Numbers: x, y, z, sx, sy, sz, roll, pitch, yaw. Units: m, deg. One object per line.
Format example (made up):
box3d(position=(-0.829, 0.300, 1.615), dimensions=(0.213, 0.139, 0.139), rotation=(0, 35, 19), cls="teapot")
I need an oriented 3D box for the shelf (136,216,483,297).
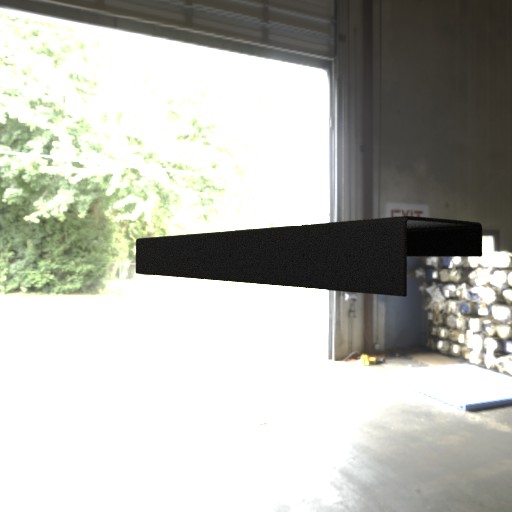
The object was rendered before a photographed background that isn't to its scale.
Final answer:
box3d(position=(0.000, 0.000, 0.498), dimensions=(0.102, 0.053, 0.456), rotation=(0, 0, -37), cls="shelf")
